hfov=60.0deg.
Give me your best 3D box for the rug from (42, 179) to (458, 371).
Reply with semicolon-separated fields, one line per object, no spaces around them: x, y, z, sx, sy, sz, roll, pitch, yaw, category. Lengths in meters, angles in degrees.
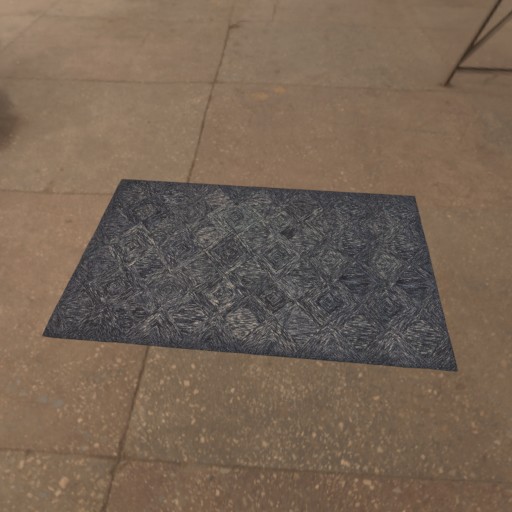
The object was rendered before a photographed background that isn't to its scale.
0.000;0.000;2.241;1.754;0.010;1.139;4;46;4;rug
